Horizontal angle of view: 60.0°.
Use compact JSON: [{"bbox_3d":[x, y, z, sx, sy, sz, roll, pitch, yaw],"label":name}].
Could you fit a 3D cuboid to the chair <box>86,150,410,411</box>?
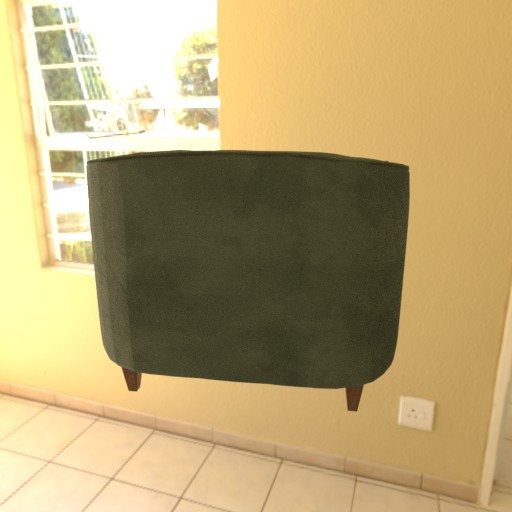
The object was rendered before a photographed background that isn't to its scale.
[{"bbox_3d":[0.000,0.000,1.787,1.104,0.852,0.941,2,15,9],"label":"chair"}]
